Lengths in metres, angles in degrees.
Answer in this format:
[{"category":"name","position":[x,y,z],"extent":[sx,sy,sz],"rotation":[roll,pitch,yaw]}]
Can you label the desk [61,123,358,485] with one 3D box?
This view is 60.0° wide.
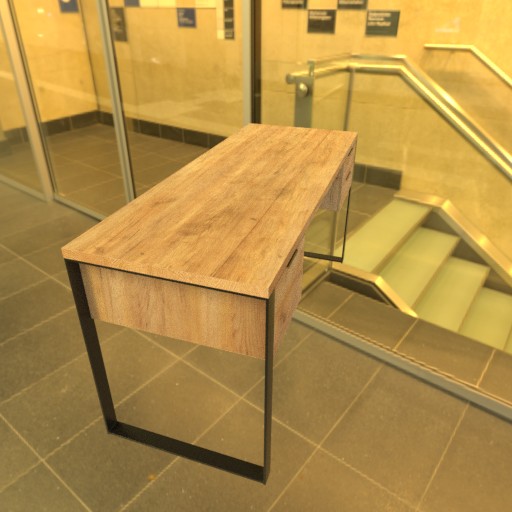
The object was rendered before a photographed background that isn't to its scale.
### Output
[{"category":"desk","position":[0.000,0.000,1.937],"extent":[0.600,0.760,1.520],"rotation":[10,31,16]}]
